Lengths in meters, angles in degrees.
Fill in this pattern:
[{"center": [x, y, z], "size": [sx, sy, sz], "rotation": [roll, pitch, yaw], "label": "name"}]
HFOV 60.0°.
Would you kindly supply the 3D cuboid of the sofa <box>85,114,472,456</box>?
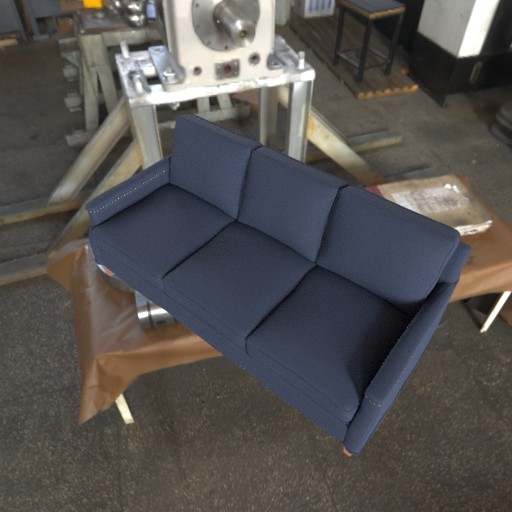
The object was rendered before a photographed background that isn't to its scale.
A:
[{"center": [0.000, 0.000, 2.830], "size": [2.246, 1.003, 1.084], "rotation": [30, 53, 26], "label": "sofa"}]
